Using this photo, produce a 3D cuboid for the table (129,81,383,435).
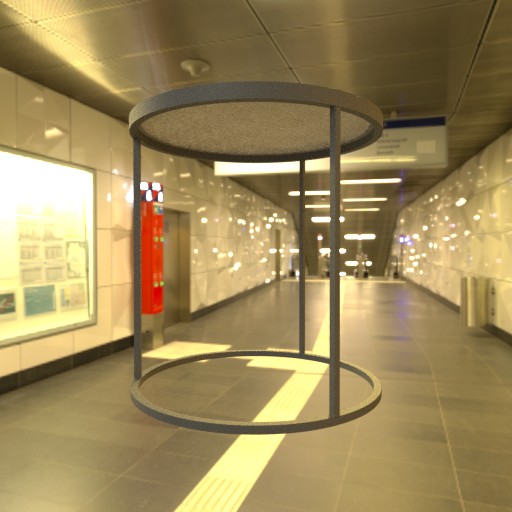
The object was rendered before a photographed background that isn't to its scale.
[{"bbox_3d":[0.000,0.000,0.857,0.470,0.498,0.470,0,1,0],"label":"table"}]
